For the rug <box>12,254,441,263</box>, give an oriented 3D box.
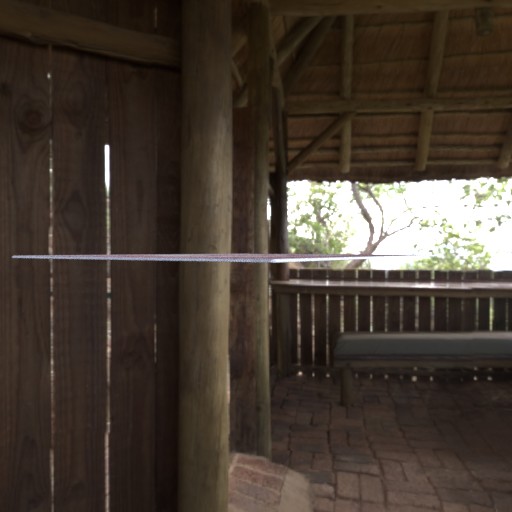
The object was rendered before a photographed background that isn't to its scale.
[{"bbox_3d":[0.000,0.000,3.996,2.447,0.017,3.123,0,1,36],"label":"rug"}]
